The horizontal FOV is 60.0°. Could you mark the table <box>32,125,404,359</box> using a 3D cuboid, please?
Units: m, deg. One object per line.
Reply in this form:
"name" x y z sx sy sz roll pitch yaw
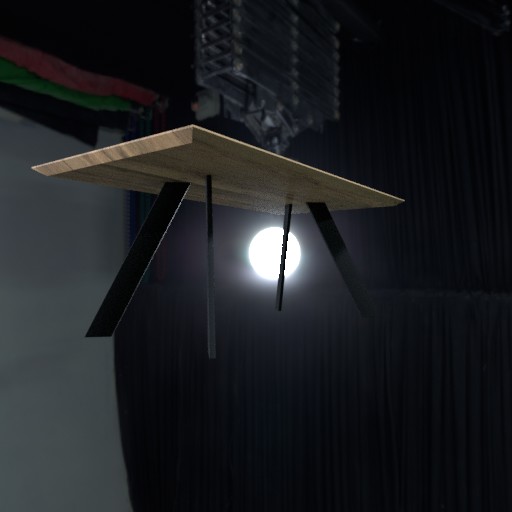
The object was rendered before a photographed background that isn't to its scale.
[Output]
"table" 0.000 0.000 2.467 1.000 0.770 2.000 -1 -1 37
